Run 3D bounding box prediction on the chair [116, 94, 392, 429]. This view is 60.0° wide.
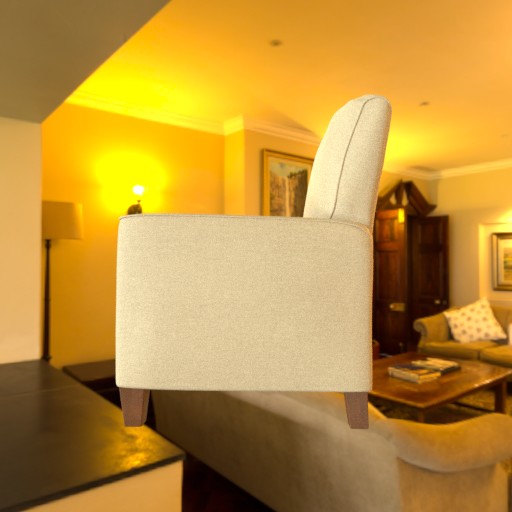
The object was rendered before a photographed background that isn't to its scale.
[{"bbox_3d":[0.000,0.000,1.682,0.858,1.023,0.841,0,-1,2],"label":"chair"}]
